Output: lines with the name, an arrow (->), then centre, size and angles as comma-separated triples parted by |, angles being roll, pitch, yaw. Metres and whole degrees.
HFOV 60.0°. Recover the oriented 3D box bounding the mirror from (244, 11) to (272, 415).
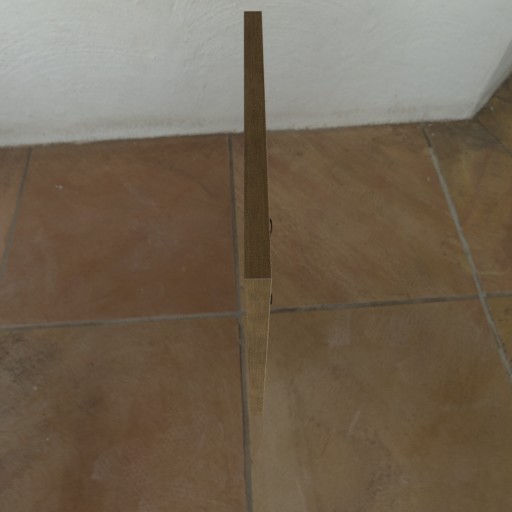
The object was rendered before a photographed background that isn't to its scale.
mirror -> 0.000, 0.000, 1.134 | 0.041, 0.915, 0.609 | -1, 60, 0
